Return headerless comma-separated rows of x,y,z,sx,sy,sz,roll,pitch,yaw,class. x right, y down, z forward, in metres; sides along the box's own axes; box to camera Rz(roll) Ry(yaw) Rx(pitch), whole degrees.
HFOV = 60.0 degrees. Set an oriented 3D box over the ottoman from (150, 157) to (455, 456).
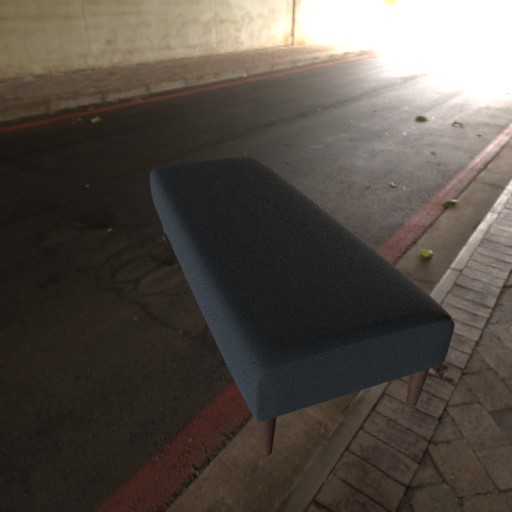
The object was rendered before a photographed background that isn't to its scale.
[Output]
0.000,0.000,1.881,0.646,0.393,1.609,-11,32,-18,ottoman
